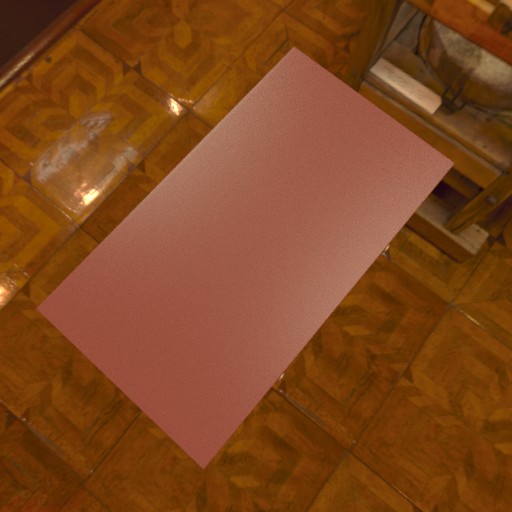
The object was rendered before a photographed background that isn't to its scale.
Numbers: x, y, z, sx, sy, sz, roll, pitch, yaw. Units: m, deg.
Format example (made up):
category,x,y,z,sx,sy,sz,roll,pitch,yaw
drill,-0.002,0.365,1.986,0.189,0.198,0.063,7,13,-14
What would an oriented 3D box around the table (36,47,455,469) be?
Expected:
category,x,y,z,sx,sy,sz,roll,pitch,yaw
table,0.000,0.000,1.458,0.612,0.493,1.068,40,79,9
